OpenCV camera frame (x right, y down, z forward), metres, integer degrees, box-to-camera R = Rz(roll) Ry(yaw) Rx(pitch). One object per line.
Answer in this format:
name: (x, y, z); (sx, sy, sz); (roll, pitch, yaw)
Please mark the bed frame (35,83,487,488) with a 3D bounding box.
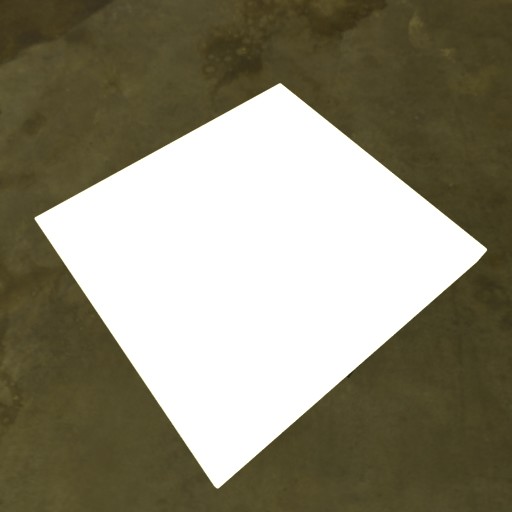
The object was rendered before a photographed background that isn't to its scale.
bed frame: (0.000, 0.000, 2.970); (2.032, 0.559, 1.930); (-35, 66, -18)
